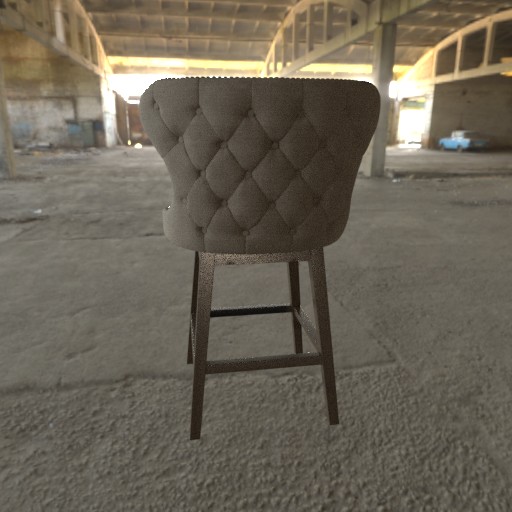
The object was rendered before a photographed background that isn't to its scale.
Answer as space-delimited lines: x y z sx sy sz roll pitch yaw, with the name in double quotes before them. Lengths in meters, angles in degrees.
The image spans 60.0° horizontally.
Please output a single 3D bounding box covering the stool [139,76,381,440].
"stool" 0.000 0.000 1.356 0.615 0.972 0.597 -3 16 -9
